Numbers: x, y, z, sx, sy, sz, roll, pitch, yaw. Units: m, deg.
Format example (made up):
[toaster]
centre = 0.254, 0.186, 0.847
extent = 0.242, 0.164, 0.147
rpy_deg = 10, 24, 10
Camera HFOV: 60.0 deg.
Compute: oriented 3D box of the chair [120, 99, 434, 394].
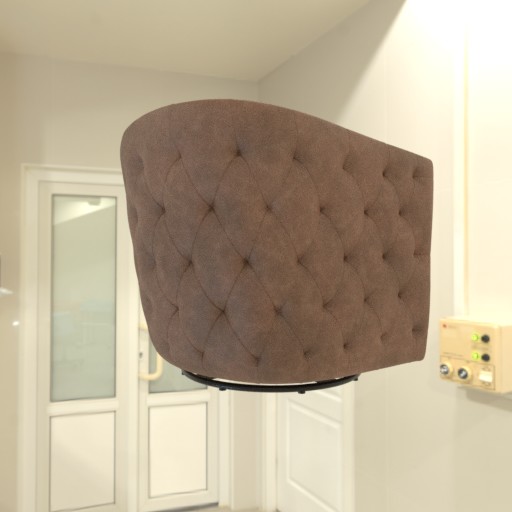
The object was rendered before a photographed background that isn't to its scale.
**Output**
[chair]
centre = 0.000, 0.000, 1.521
extent = 0.870, 0.790, 0.850
rpy_deg = 1, -1, -37
